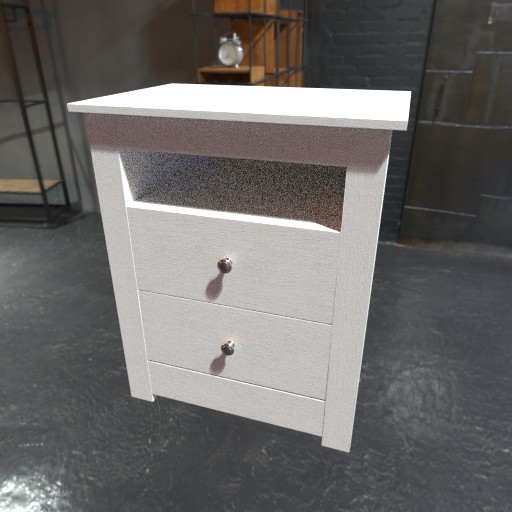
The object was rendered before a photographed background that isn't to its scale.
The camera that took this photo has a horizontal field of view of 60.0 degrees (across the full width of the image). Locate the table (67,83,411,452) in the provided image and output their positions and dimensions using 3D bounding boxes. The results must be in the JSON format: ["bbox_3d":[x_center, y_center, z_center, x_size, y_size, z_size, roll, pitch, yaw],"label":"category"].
[{"bbox_3d":[0.000,0.000,1.047,0.589,0.711,0.406,8,27,16],"label":"table"}]
